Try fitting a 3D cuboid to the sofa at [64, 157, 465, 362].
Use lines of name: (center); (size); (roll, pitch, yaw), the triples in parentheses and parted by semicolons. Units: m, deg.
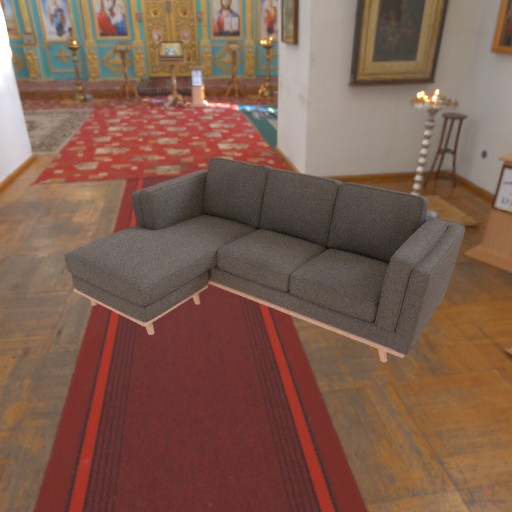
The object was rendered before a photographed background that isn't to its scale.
sofa: (0.000, 0.000, 3.175); (2.411, 0.929, 1.604); (18, 32, 31)
